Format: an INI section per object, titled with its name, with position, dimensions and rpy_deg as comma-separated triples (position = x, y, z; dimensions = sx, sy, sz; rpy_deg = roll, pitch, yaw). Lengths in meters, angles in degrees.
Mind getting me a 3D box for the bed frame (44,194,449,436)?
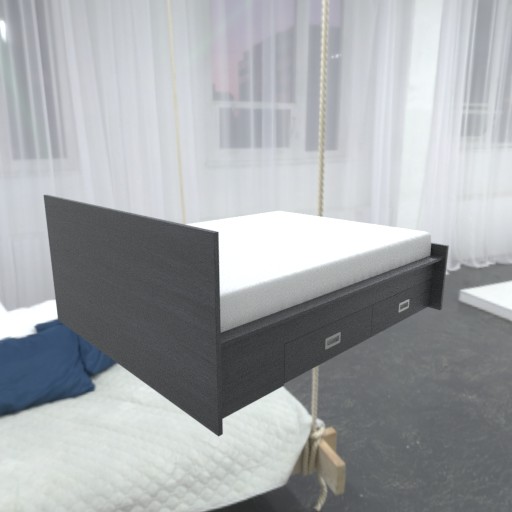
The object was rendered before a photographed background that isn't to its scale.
[bed frame]
position = 0.000, 0.000, 2.835
dimensions = 1.960, 0.800, 1.622
rpy_deg = -13, 19, -42
